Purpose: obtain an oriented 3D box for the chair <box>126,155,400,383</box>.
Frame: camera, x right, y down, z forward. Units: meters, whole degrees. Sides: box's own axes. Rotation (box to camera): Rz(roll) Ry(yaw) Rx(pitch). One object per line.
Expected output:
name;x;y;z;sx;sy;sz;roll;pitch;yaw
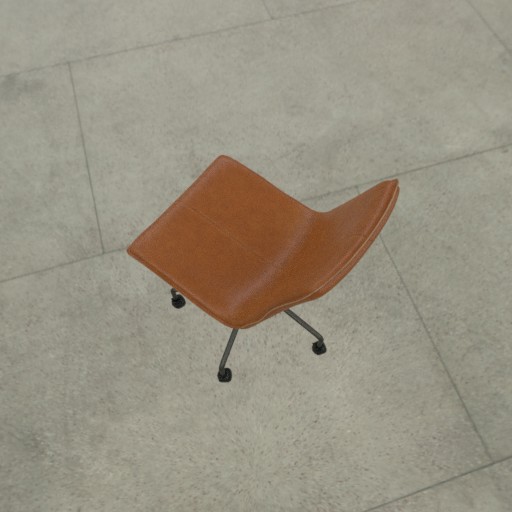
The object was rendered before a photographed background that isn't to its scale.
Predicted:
chair;0.000;0.000;1.383;0.660;0.920;0.651;34;69;15
